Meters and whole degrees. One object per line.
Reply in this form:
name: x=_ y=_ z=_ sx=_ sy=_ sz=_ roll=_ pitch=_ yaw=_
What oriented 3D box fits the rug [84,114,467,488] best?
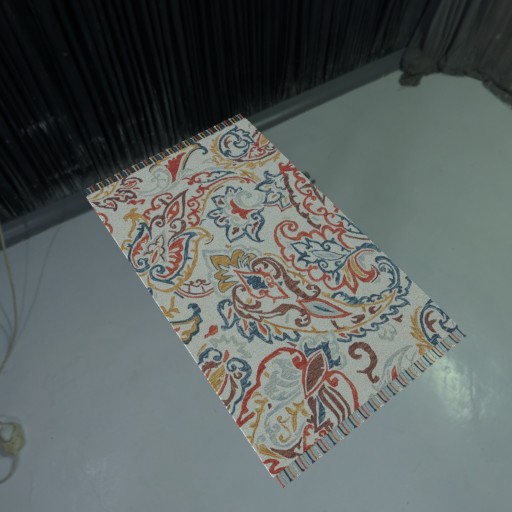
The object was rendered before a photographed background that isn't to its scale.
rug: x=0.000 y=0.000 z=3.191 sx=1.523 sy=0.010 sz=2.584 roll=-32 pitch=64 yaw=-18
